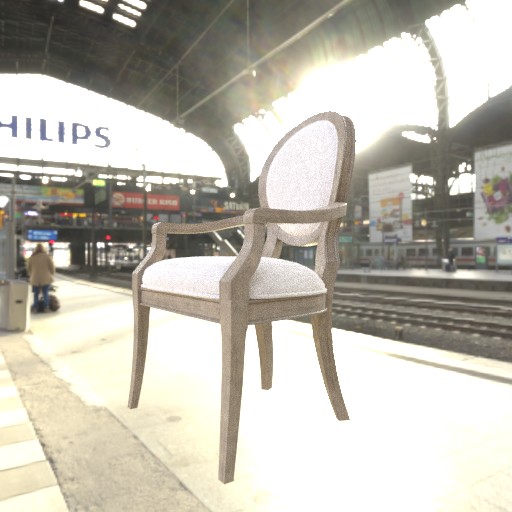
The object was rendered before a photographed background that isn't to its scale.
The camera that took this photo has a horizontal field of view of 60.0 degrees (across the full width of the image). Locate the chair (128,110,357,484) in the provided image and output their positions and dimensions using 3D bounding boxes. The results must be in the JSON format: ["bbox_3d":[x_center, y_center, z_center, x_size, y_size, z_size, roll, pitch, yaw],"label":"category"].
[{"bbox_3d":[0.000,0.000,1.383,0.602,0.991,0.611,0,0,-36],"label":"chair"}]
